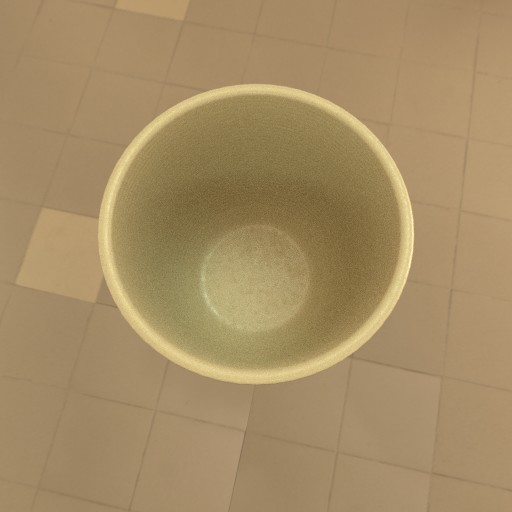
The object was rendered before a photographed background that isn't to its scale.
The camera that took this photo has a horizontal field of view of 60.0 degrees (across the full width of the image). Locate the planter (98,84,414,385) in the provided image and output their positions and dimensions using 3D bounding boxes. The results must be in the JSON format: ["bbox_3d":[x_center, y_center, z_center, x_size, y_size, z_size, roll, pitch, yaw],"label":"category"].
[{"bbox_3d":[0.000,0.000,0.310,0.170,0.153,0.170,0,75,0],"label":"planter"}]
